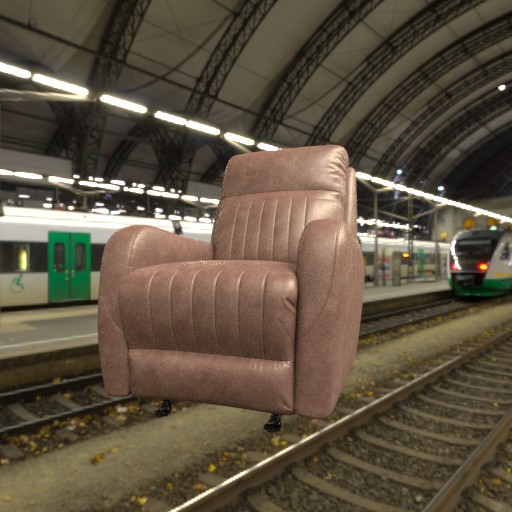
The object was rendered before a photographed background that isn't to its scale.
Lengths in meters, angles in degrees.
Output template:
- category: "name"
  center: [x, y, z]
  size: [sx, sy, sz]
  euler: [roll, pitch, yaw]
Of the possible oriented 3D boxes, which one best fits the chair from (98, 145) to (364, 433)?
- category: "chair"
  center: [0.000, 0.000, 1.828]
  size: [0.865, 1.067, 1.067]
  euler: [0, -1, 20]
